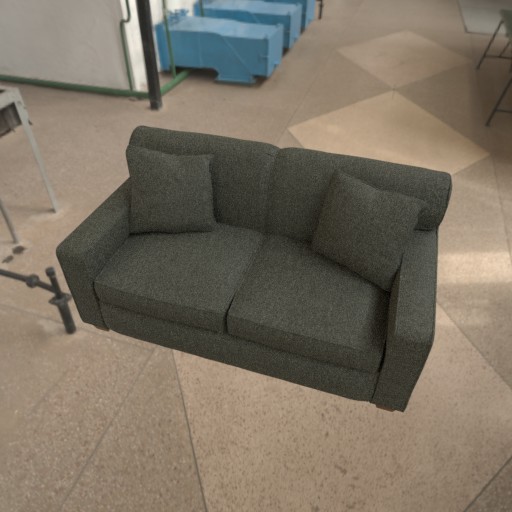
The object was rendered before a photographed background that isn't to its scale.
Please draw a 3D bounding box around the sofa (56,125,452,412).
[{"bbox_3d":[0.000,0.000,2.442,1.846,0.958,0.998,12,42,14],"label":"sofa"}]
